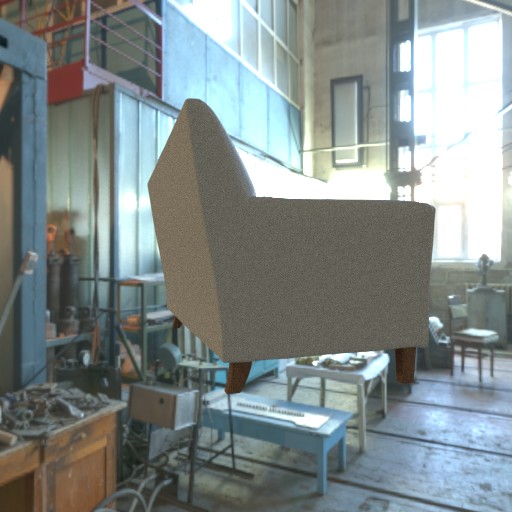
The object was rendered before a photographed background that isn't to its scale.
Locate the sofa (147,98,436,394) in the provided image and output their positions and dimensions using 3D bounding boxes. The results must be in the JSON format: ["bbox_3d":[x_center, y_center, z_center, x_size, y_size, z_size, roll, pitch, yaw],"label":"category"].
[{"bbox_3d":[0.000,0.000,2.069,0.888,0.890,1.482,0,0,-18],"label":"sofa"}]
